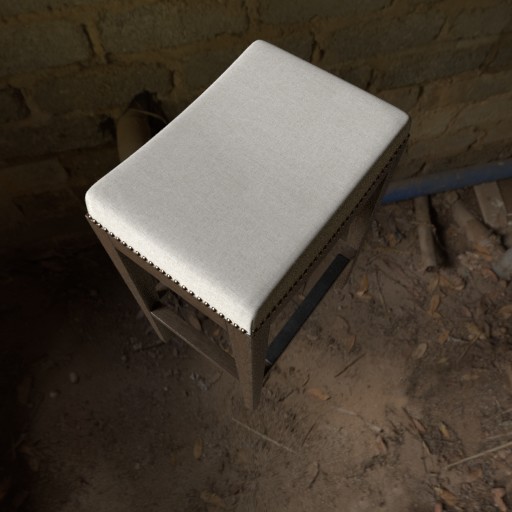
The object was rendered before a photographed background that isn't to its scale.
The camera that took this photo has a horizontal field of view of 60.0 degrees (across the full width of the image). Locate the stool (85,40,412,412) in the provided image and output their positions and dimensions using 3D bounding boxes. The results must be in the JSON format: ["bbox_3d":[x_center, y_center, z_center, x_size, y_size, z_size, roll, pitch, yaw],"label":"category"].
[{"bbox_3d":[0.000,0.000,1.054,0.358,0.759,0.498,34,68,16],"label":"stool"}]
